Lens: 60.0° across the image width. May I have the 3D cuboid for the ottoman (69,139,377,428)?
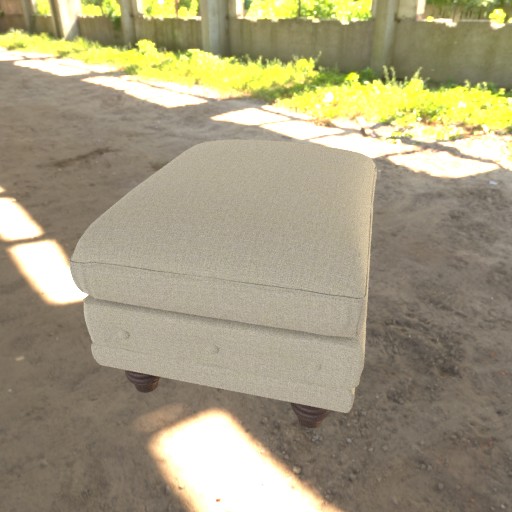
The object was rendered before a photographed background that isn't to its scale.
[{"bbox_3d":[0.000,0.000,1.070,0.541,0.463,0.684,7,30,13],"label":"ottoman"}]
